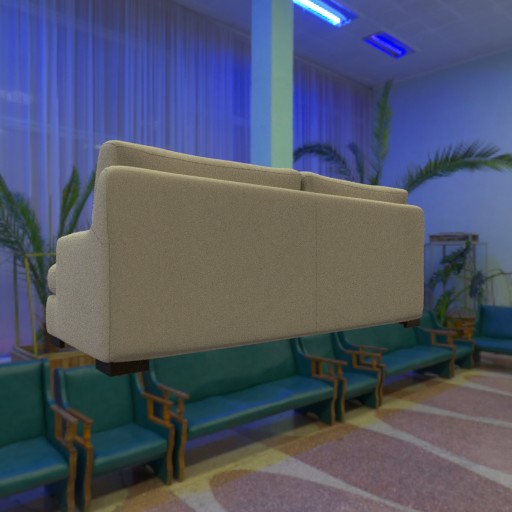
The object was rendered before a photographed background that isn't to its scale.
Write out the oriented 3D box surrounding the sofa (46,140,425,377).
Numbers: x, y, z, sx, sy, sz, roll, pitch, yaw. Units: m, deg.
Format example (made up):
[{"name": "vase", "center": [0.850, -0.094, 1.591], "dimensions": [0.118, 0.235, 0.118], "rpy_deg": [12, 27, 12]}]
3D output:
[{"name": "sofa", "center": [0.000, 0.000, 2.630], "dimensions": [2.147, 0.925, 0.929], "rpy_deg": [0, -1, -38]}]
